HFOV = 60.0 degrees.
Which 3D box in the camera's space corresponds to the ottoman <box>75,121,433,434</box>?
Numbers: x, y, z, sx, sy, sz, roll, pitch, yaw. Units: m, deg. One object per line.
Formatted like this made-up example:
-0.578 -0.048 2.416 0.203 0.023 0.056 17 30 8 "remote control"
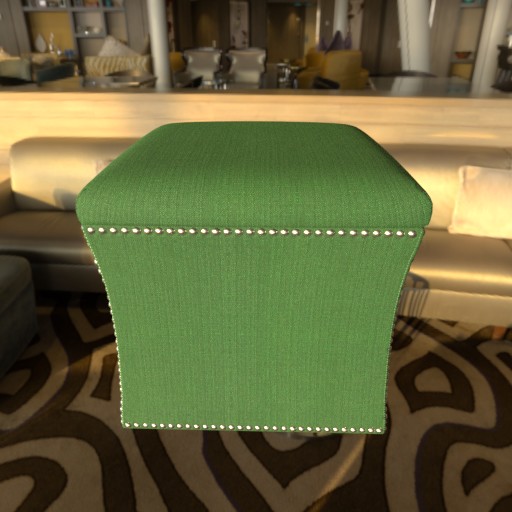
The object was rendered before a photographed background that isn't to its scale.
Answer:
0.000 0.000 0.886 0.497 0.475 0.507 1 26 1 "ottoman"
